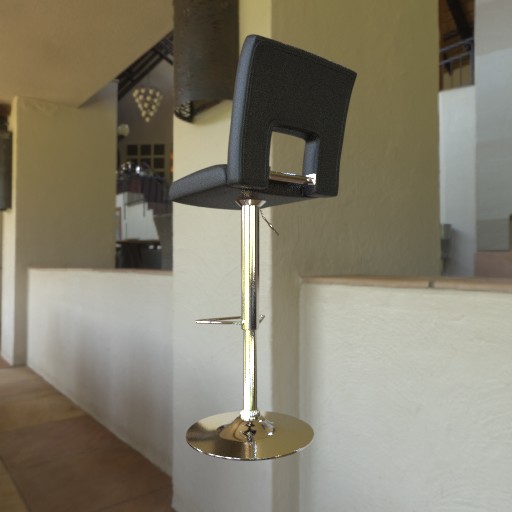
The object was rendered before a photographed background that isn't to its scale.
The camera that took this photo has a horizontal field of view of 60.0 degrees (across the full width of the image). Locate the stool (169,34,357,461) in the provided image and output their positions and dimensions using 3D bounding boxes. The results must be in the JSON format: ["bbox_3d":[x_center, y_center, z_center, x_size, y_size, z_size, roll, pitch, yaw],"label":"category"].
[{"bbox_3d":[0.000,0.000,1.427,0.415,1.151,0.520,1,-2,-36],"label":"stool"}]
